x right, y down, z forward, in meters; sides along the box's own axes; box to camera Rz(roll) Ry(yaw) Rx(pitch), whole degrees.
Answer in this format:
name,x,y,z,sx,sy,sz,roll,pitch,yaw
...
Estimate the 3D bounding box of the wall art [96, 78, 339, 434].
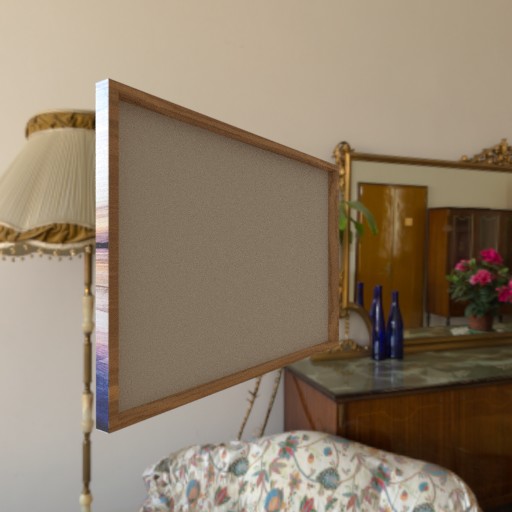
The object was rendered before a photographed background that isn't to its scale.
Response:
name,x,y,z,sx,sy,sz,roll,pitch,yaw
wall art,0.000,0.000,1.133,0.037,0.605,0.911,0,0,36
